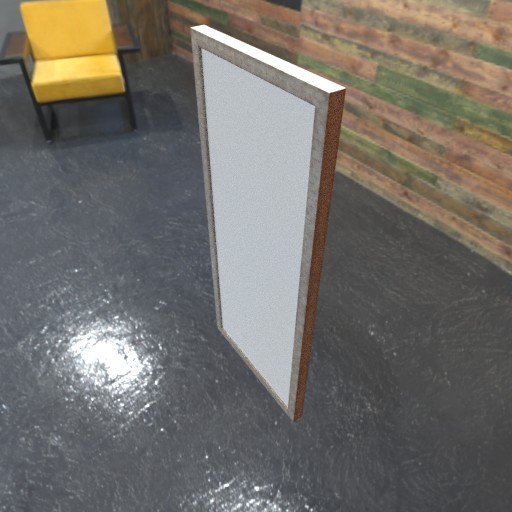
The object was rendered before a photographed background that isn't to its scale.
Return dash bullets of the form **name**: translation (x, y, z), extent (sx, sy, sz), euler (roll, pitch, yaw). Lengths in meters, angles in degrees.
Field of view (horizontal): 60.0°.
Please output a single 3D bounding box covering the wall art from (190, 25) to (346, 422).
- **wall art**: translation (0.000, 0.000, 1.679), extent (0.051, 1.461, 0.648), euler (-25, 47, -25)
